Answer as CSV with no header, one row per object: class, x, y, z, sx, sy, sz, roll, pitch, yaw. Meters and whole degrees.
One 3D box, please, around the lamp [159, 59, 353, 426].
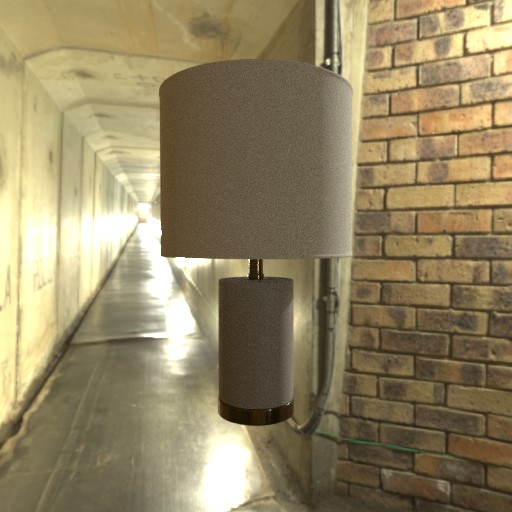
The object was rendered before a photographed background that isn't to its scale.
lamp,0.000,0.000,0.539,0.229,0.380,0.229,0,2,0
